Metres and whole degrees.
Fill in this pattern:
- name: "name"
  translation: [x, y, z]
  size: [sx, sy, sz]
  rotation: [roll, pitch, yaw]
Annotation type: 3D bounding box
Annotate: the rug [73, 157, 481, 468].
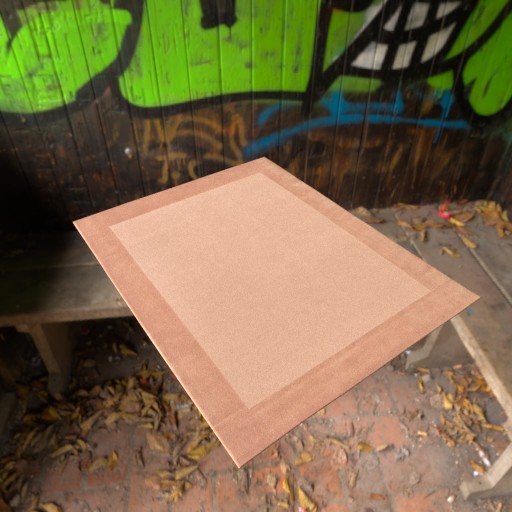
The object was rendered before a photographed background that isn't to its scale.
- name: "rug"
  translation: [0.000, 0.000, 4.104]
  size: [2.431, 0.021, 3.057]
  rotation: [-25, 46, -26]
